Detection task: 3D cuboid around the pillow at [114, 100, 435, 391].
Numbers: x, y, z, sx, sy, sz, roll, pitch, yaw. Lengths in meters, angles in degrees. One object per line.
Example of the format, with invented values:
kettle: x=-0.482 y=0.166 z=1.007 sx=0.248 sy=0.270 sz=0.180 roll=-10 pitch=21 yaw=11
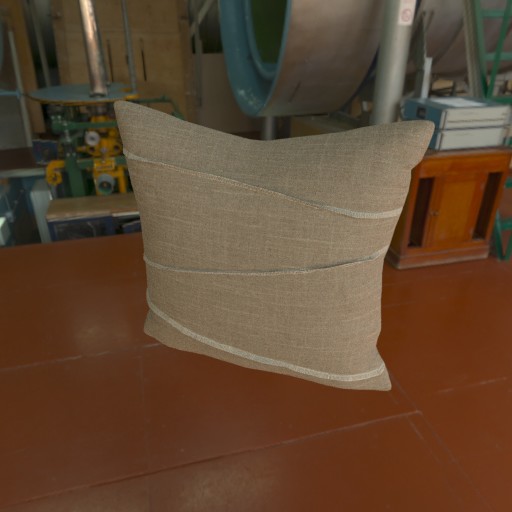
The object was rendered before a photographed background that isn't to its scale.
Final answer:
pillow: x=0.000 y=0.000 z=0.630 sx=0.424 sy=0.400 sz=0.169 roll=9 pitch=30 yaw=17
